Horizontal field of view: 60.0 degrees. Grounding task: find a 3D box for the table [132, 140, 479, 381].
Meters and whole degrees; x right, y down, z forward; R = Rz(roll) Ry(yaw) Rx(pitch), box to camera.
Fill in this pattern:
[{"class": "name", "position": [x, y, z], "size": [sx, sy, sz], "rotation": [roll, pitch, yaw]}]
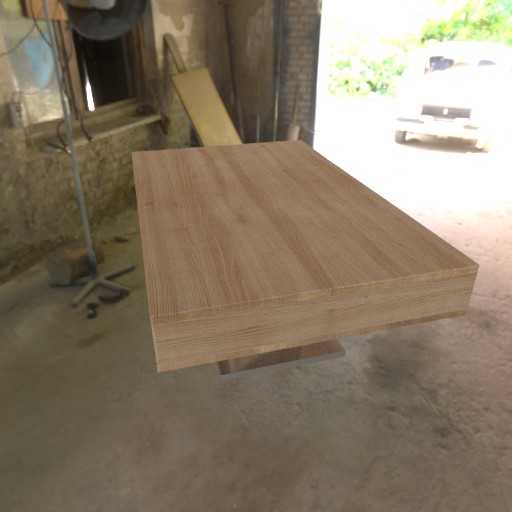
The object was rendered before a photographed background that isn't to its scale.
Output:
[{"class": "table", "position": [0.000, 0.000, 1.446], "size": [0.700, 0.440, 1.100], "rotation": [-8, 30, -13]}]
